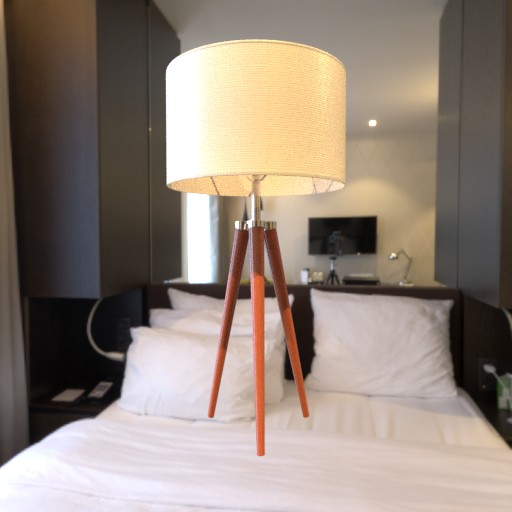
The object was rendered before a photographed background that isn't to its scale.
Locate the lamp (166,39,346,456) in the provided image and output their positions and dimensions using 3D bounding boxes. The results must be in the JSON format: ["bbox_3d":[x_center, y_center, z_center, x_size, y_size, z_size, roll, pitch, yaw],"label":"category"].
[{"bbox_3d":[0.000,0.000,0.902,0.354,0.709,0.355,-1,2,-20],"label":"lamp"}]
